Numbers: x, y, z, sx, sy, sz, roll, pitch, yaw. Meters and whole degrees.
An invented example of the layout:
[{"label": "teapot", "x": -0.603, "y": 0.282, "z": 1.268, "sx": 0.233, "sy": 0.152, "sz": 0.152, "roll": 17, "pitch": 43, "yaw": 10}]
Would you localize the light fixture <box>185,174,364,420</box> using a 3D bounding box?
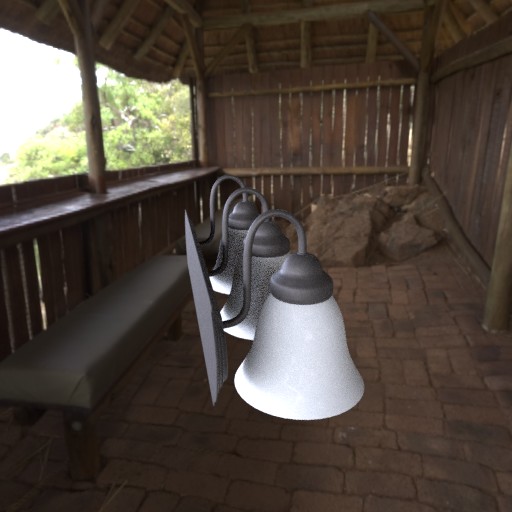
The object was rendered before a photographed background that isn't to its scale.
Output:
[{"label": "light fixture", "x": 0.000, "y": 0.000, "z": 0.716, "sx": 0.199, "sy": 0.222, "sz": 0.610, "roll": -3, "pitch": 17, "yaw": -11}]
